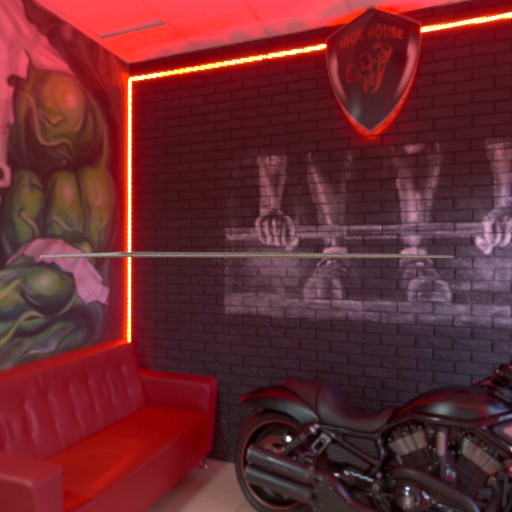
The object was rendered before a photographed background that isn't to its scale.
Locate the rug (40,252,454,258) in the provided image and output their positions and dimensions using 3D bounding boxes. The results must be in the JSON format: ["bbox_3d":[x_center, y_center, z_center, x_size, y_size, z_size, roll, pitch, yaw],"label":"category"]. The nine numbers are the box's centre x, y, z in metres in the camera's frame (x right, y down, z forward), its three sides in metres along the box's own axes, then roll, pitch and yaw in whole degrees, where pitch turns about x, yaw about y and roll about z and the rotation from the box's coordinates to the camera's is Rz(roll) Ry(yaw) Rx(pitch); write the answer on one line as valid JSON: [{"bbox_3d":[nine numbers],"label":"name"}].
[{"bbox_3d":[0.000,0.000,3.114,2.498,0.022,1.535,0,-1,-37],"label":"rug"}]
